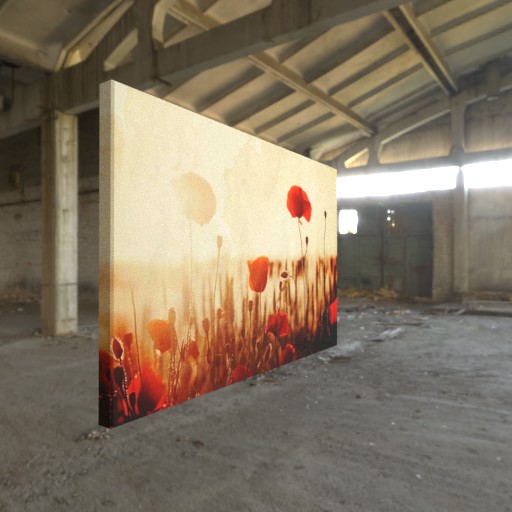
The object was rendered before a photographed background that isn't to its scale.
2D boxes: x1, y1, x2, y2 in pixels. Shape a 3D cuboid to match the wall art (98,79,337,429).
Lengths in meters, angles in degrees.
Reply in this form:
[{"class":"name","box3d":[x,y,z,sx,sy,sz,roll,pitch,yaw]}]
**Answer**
[{"class":"wall art","box3d":[0.000,0.000,1.146,0.038,0.602,0.918,0,-1,35]}]
